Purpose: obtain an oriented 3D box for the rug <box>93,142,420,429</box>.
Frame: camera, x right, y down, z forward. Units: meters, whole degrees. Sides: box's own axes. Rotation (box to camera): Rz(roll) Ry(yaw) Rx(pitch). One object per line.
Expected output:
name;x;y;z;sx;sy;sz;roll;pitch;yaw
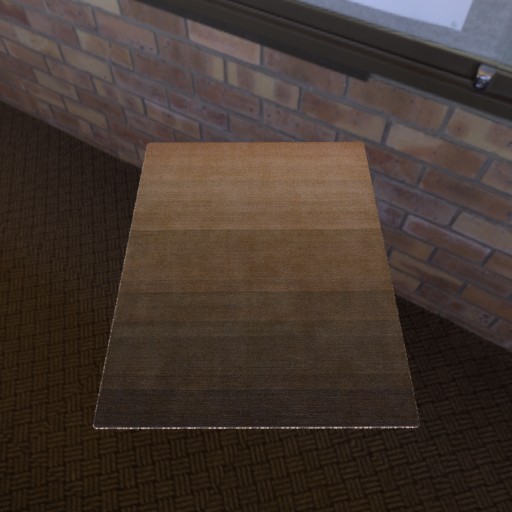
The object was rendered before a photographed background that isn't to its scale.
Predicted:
rug;0.000;0.000;3.910;2.305;0.017;2.902;0;56;0
